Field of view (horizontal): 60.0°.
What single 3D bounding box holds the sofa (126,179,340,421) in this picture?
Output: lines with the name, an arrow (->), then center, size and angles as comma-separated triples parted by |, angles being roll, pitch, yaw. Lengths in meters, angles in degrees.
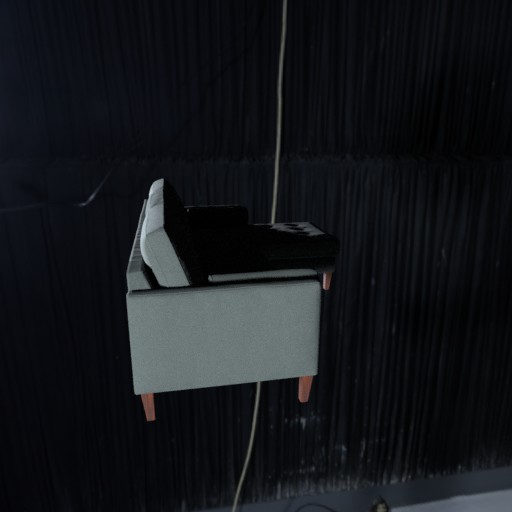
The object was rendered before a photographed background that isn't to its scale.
sofa -> 0.000, 0.000, 2.982 | 1.506, 0.876, 2.178 | -3, 16, -11
